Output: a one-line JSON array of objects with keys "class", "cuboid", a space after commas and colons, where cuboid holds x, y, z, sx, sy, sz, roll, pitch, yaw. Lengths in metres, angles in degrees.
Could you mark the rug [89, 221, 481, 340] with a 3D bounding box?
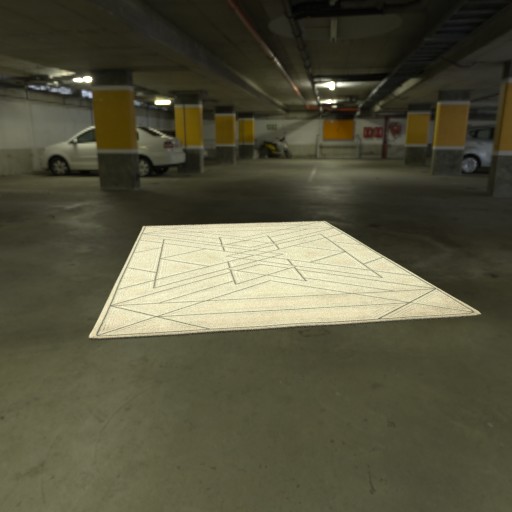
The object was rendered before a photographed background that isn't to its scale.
[{"class": "rug", "cuboid": [0.000, 0.000, 4.277, 2.436, 0.026, 3.381, -2, 15, -8]}]
